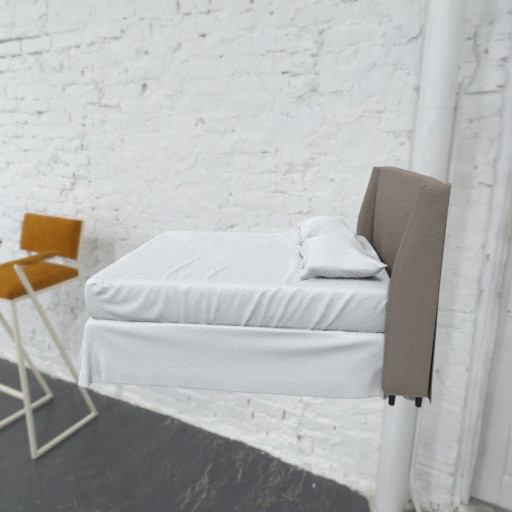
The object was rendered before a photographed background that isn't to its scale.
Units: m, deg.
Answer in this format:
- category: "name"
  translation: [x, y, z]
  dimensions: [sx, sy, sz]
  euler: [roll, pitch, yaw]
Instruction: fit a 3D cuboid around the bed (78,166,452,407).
- category: "bed"
  translation: [0.000, 0.000, 3.463]
  dimensions: [2.276, 1.332, 1.925]
  euler: [2, 14, 7]
